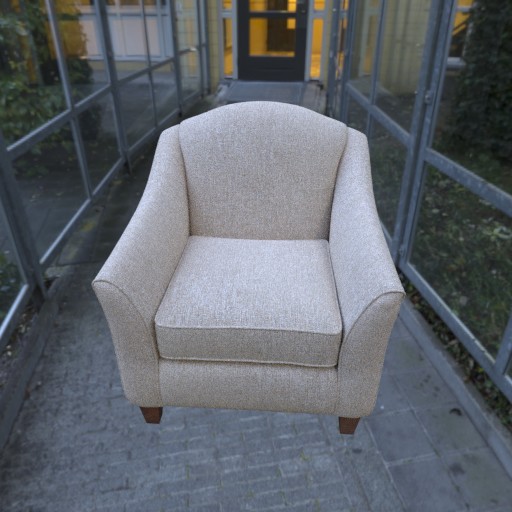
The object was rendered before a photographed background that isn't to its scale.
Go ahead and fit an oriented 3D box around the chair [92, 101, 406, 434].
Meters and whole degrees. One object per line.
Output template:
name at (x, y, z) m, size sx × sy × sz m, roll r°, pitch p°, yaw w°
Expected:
chair at (0.000, 0.000, 1.445) m, size 0.763 × 0.839 × 0.787 m, roll 2°, pitch 30°, yaw 3°
